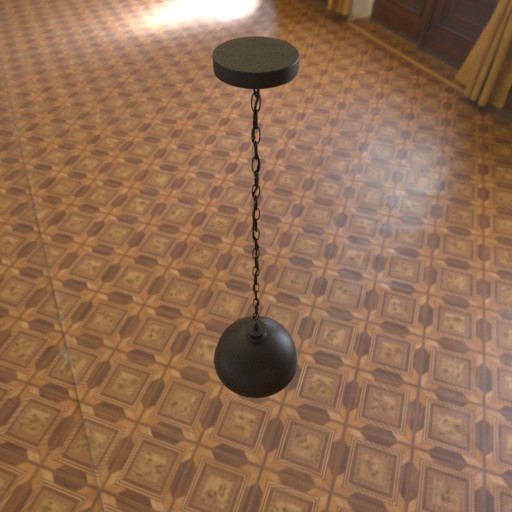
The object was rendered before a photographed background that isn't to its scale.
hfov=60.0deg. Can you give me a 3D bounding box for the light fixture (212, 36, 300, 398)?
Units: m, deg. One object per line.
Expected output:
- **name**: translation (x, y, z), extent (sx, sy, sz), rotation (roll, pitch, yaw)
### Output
- **light fixture**: translation (0.000, 0.000, 1.211), extent (0.304, 1.090, 0.304), rotation (-10, 48, -9)
